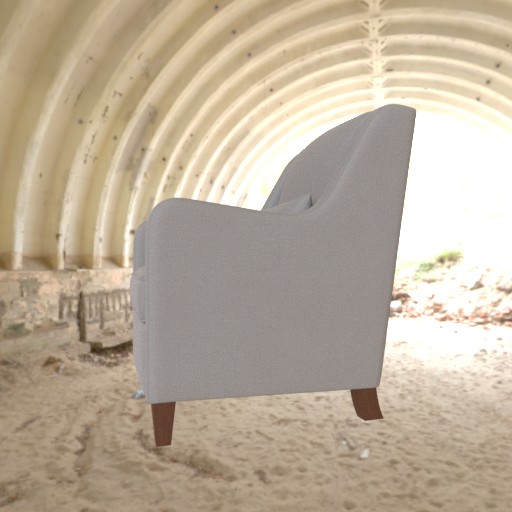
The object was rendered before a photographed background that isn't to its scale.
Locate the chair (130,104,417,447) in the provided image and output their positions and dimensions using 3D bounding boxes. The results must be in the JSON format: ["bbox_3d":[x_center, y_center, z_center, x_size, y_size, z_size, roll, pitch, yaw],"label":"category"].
[{"bbox_3d":[0.000,0.000,1.604,0.863,1.010,0.715,0,-1,-18],"label":"chair"}]
